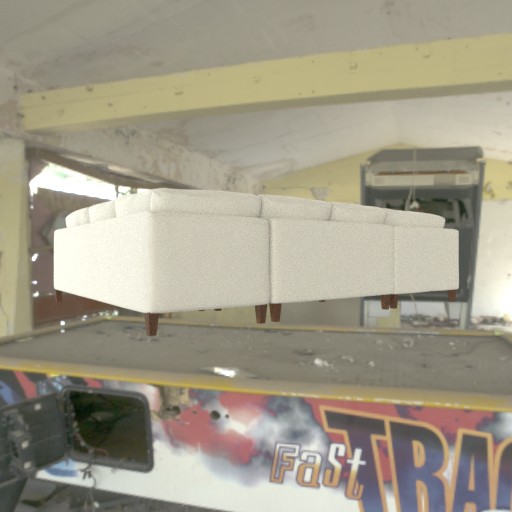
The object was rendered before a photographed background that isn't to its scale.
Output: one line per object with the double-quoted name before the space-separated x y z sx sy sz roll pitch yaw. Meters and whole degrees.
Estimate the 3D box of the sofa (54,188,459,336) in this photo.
"sofa" 0.000 0.000 4.646 3.459 0.956 2.593 0 0 -36
